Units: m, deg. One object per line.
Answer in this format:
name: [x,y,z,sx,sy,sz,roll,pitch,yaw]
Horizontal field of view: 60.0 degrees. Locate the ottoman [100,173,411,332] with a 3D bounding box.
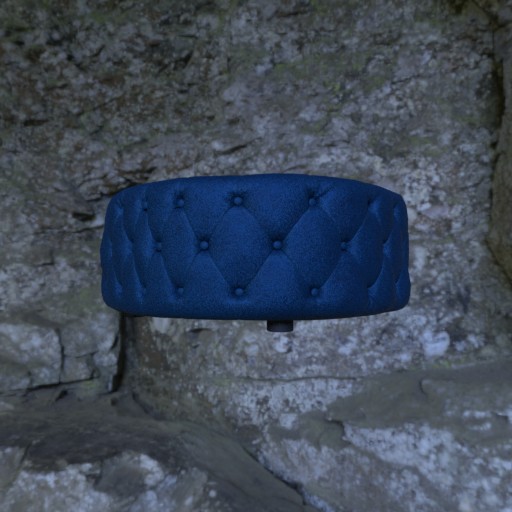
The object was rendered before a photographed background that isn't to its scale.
ottoman: [0.000,0.000,1.513,0.998,0.398,0.998,0,-2,0]
